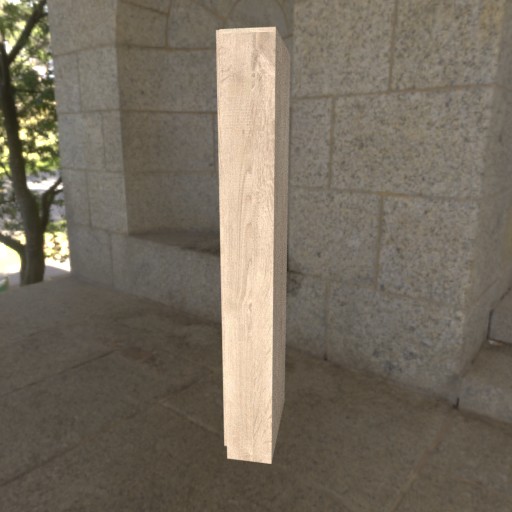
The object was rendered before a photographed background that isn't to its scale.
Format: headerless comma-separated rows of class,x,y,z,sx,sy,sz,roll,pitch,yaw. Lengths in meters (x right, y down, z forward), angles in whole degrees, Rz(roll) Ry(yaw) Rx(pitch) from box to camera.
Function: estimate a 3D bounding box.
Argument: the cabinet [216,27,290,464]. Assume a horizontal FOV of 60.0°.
cabinet,0.000,0.000,2.030,0.230,1.790,0.500,3,14,10
